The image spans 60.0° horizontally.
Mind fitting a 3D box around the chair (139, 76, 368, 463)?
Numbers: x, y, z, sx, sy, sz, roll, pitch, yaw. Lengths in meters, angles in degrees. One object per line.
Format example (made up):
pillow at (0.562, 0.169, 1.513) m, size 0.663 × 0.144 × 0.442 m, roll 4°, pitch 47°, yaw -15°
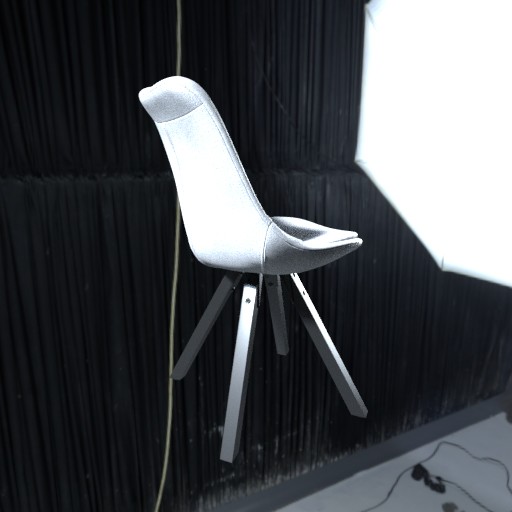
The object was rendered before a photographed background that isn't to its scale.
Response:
chair at (0.000, 0.000, 1.201) m, size 0.550 × 0.850 × 0.485 m, roll -7°, pitch 15°, yaw -27°
